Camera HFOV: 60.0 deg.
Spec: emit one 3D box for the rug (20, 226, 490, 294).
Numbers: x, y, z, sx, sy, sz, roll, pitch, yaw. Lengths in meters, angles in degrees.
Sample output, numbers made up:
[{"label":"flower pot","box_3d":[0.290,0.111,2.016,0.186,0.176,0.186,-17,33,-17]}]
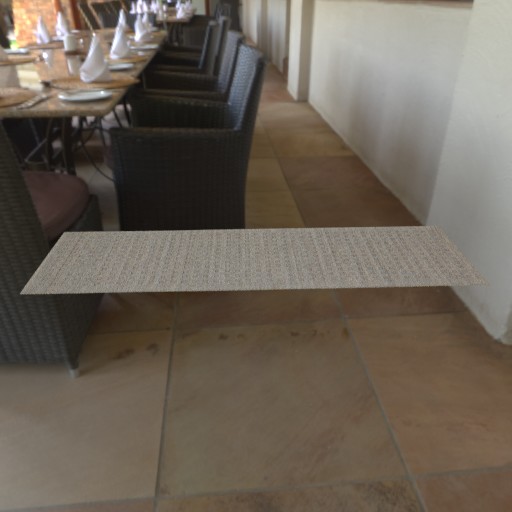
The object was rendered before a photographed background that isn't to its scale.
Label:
[{"label":"rug","box_3d":[0.000,0.000,2.589,2.437,0.005,0.688,-1,31,-2]}]
